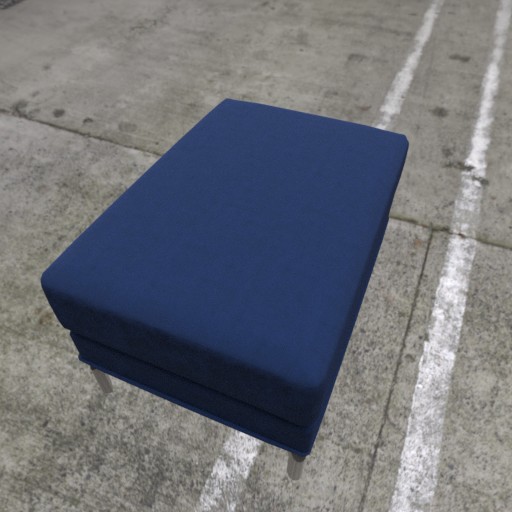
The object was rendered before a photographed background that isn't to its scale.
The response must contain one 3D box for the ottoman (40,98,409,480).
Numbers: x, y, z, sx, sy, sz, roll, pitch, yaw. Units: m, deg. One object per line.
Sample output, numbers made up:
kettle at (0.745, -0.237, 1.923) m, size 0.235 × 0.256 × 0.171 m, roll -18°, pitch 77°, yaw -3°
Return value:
ottoman at (0.000, 0.000, 1.175) m, size 0.587 × 0.498 × 0.835 m, roll 17°, pitch 48°, yaw 16°
